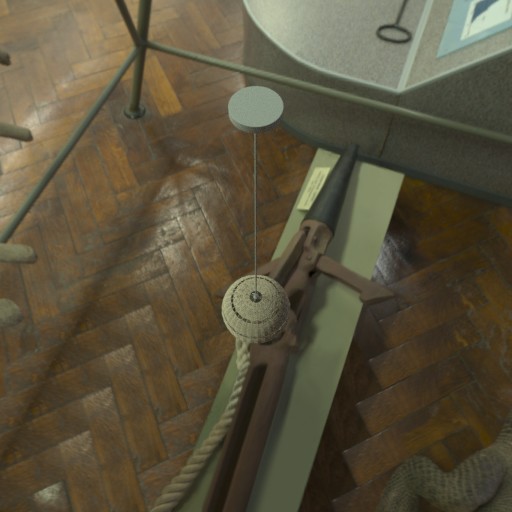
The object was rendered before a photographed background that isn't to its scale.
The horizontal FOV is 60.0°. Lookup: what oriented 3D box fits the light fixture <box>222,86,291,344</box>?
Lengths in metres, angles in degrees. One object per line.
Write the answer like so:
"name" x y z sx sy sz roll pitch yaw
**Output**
"light fixture" 0.000 0.000 2.240 0.457 2.019 0.457 19 65 9
